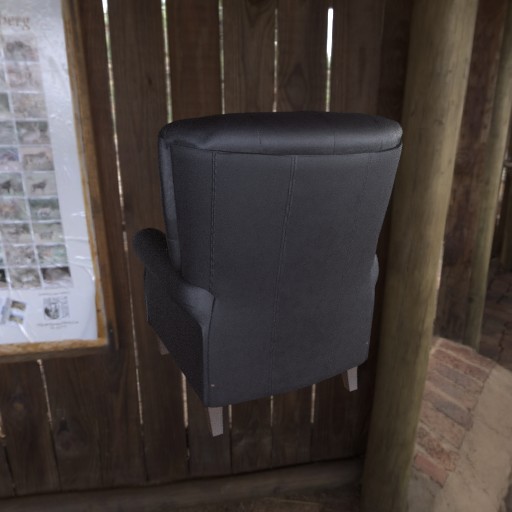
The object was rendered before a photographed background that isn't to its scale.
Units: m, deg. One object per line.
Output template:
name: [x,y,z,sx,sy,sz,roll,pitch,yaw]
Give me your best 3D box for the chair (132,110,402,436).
chair: [0.000,0.000,1.896,0.948,1.158,1.058,-8,18,-26]
